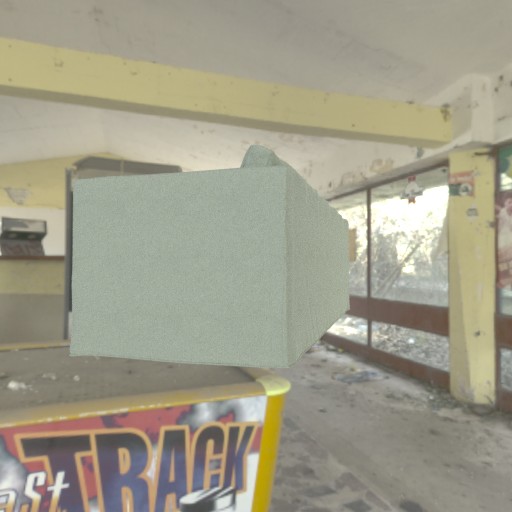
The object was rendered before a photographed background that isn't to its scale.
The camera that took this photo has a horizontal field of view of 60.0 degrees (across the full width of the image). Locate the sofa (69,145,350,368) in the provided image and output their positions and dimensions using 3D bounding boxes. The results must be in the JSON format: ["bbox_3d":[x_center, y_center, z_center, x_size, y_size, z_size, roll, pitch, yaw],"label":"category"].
[{"bbox_3d":[0.000,0.000,2.781,0.962,0.853,2.312,0,-1,17],"label":"sofa"}]
